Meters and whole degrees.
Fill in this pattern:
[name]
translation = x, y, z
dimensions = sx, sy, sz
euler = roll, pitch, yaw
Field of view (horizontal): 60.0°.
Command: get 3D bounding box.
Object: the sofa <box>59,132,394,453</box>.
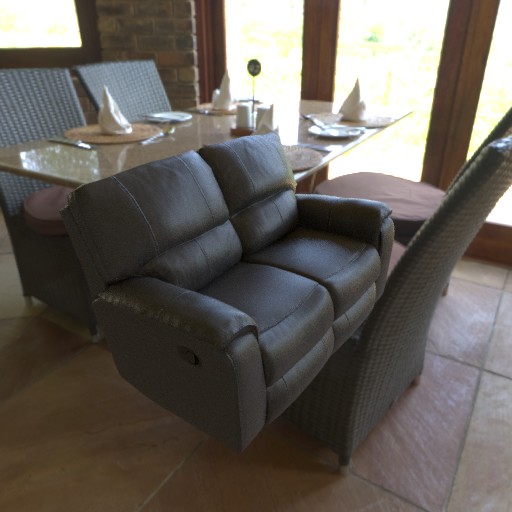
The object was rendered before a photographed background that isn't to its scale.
[sofa]
translation = 0.000, 0.000, 2.519
dimensions = 1.104, 1.111, 1.765
euler = 18, 31, 32
